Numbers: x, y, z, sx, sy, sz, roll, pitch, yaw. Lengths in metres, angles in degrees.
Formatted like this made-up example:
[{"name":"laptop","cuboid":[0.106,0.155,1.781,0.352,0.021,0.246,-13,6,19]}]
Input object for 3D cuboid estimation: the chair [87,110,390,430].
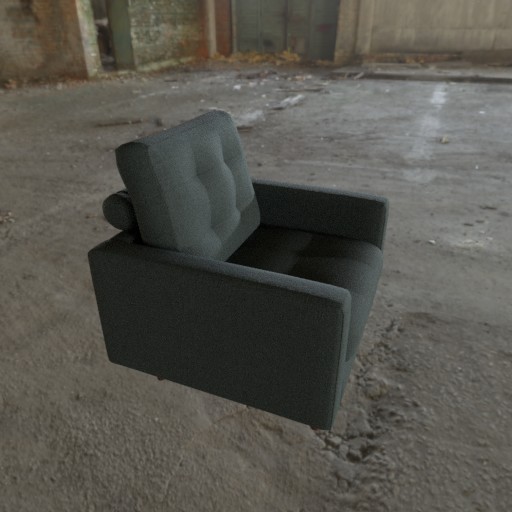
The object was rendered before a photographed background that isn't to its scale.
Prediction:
[{"name":"chair","cuboid":[0.000,0.000,1.578,0.843,0.880,0.821,11,30,20]}]
